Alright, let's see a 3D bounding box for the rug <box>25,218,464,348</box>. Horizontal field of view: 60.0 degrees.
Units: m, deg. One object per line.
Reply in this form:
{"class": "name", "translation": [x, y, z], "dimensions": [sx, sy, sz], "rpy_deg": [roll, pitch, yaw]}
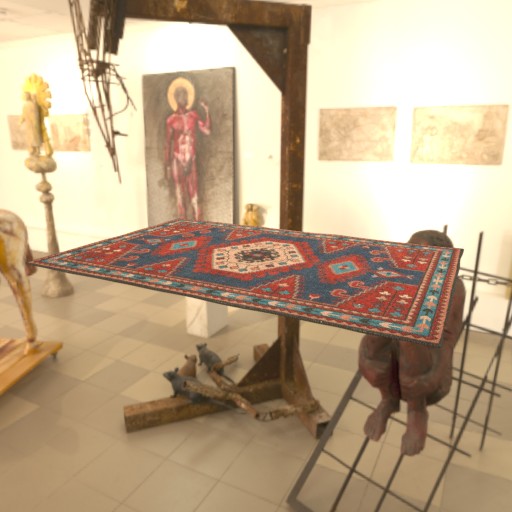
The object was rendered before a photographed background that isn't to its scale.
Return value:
{"class": "rug", "translation": [0.000, 0.000, 2.188], "dimensions": [1.820, 0.012, 1.207], "rpy_deg": [8, 18, 26]}
